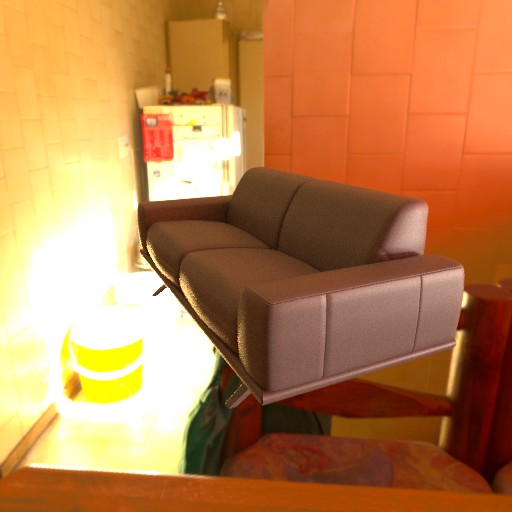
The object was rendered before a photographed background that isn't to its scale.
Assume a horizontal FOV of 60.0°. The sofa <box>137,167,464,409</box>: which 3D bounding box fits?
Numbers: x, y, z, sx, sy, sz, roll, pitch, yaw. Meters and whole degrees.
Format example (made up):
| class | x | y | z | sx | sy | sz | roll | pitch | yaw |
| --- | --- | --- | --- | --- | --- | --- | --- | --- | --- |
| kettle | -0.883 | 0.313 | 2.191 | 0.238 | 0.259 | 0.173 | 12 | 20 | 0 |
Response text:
| class | x | y | z | sx | sy | sz | roll | pitch | yaw |
| --- | --- | --- | --- | --- | --- | --- | --- | --- | --- |
| sofa | 0.000 | 0.000 | 2.352 | 0.900 | 0.772 | 1.901 | -8 | 19 | -25 |
